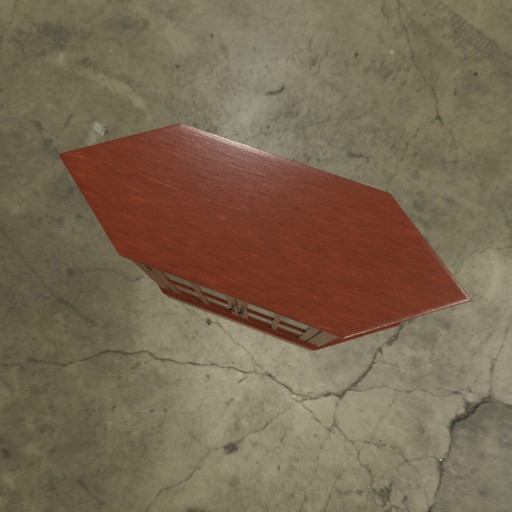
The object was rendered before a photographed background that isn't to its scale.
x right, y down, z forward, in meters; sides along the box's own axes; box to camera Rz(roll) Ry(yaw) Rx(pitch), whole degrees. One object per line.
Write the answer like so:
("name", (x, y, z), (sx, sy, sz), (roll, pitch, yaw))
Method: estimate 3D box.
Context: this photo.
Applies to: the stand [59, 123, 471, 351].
("stand", (0.000, 0.000, 1.373), (1.072, 0.614, 0.381), (20, 76, 5))
